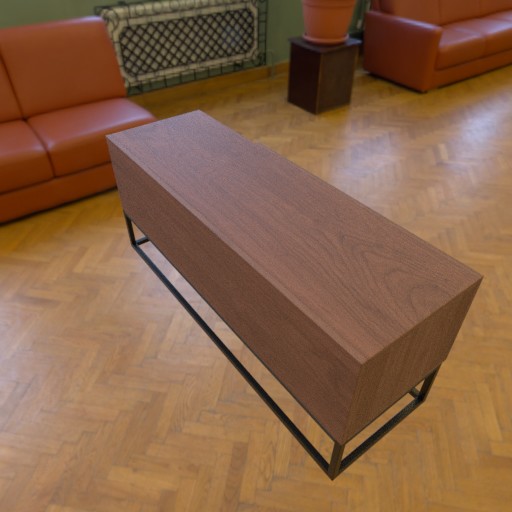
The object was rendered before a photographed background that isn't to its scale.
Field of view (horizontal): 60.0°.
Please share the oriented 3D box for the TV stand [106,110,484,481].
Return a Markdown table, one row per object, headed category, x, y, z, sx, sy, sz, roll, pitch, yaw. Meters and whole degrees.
| category | x | y | z | sx | sy | sz | roll | pitch | yaw |
| --- | --- | --- | --- | --- | --- | --- | --- | --- | --- |
| TV stand | 0.000 | 0.000 | 1.438 | 0.415 | 0.500 | 1.200 | -26 | 47 | -27 |
